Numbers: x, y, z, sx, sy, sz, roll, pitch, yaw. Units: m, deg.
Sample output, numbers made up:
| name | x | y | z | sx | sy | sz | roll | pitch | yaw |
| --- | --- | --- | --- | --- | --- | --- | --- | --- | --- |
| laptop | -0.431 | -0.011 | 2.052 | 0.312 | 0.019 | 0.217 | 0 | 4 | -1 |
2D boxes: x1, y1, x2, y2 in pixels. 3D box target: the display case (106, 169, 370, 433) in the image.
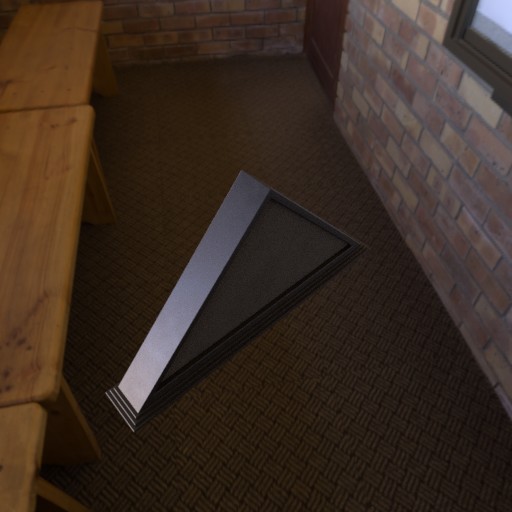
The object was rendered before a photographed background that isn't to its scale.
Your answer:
| name | x | y | z | sx | sy | sz | roll | pitch | yaw |
| --- | --- | --- | --- | --- | --- | --- | --- | --- | --- |
| display case | 0.000 | 0.000 | 0.796 | 0.640 | 0.340 | 0.095 | -33 | 55 | -28 |
